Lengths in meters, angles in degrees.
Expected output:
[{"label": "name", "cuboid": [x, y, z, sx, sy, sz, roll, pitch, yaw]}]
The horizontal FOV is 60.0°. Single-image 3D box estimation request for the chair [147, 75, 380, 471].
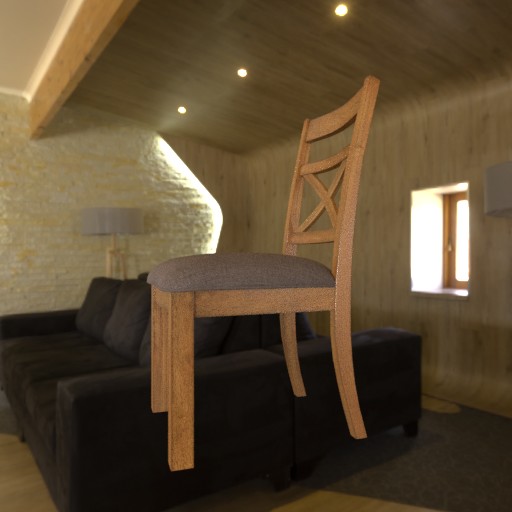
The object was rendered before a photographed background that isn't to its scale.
[{"label": "chair", "cuboid": [0.000, 0.000, 1.272, 0.581, 0.949, 0.470, 0, 0, -19]}]
